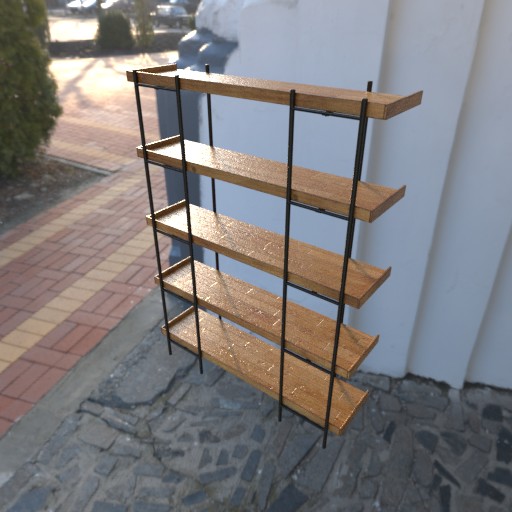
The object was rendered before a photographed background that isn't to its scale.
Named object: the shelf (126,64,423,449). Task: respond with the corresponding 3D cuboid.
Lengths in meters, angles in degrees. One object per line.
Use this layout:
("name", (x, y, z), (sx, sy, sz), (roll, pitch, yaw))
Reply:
("shelf", (0.000, 0.000, 2.408), (1.371, 1.826, 0.379), (21, 36, 32))
